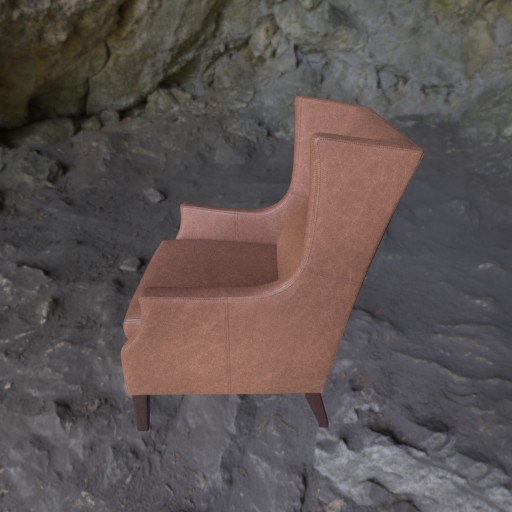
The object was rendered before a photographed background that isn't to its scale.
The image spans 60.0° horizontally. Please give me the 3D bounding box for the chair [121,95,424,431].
[{"bbox_3d":[0.000,0.000,1.720,0.913,1.088,0.815,1,28,1],"label":"chair"}]
